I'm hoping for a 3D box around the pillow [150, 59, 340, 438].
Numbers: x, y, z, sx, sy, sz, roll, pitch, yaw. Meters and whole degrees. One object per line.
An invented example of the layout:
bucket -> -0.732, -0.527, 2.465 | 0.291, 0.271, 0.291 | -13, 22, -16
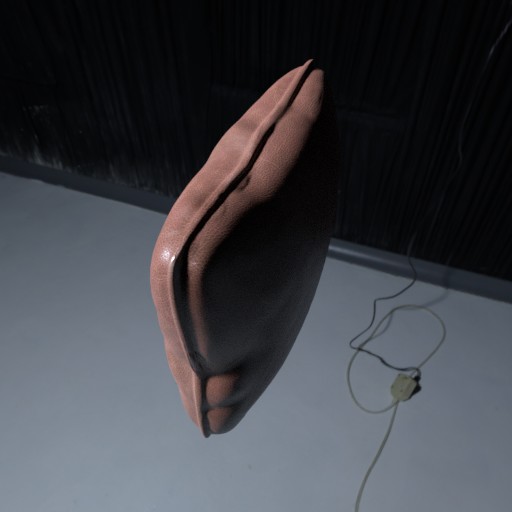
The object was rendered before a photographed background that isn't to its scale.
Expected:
pillow -> 0.000, 0.000, 0.806 | 0.236, 0.523, 0.532 | 17, 51, 14
